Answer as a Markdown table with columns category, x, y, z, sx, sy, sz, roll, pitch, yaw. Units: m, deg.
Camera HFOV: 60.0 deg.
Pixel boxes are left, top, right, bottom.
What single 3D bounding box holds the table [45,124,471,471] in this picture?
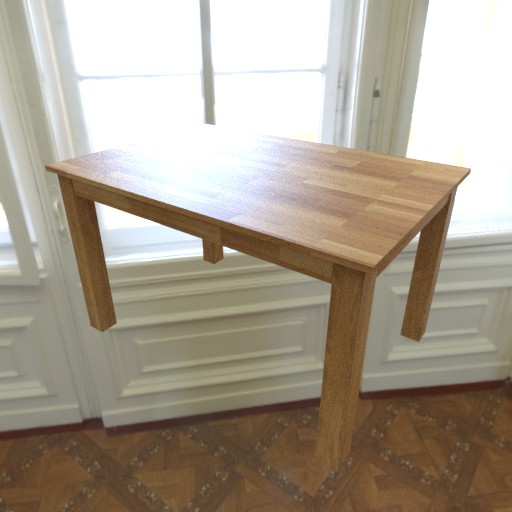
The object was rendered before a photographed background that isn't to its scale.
| category | x | y | z | sx | sy | sz | roll | pitch | yaw |
| --- | --- | --- | --- | --- | --- | --- | --- | --- | --- |
| table | 0.000 | 0.000 | 1.821 | 1.300 | 0.750 | 0.900 | 19 | 34 | 31 |
